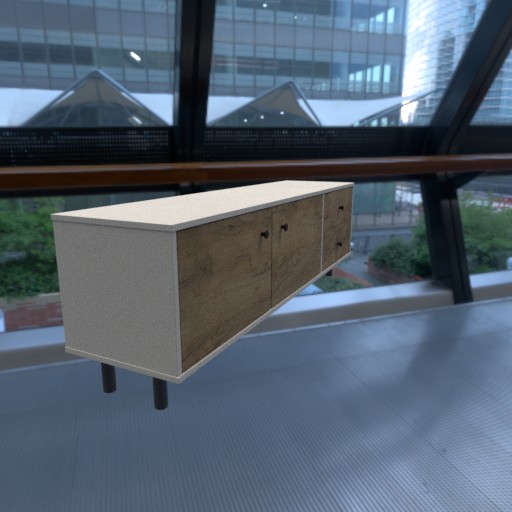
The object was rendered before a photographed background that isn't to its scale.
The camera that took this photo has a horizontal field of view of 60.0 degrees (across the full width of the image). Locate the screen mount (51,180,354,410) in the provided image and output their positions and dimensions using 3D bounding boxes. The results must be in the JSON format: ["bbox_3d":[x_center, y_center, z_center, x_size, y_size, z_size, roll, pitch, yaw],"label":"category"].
[{"bbox_3d":[0.000,0.000,1.845,0.418,0.520,1.600,7,15,26],"label":"screen mount"}]
